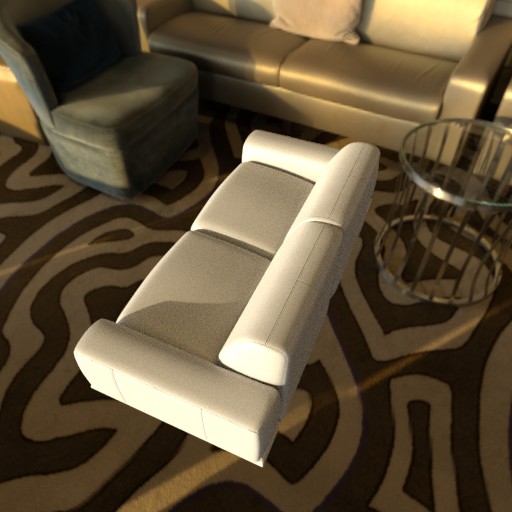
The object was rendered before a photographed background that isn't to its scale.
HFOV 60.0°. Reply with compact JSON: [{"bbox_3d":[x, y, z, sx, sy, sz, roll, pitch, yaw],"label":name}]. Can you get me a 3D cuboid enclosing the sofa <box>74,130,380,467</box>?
[{"bbox_3d":[0.000,0.000,2.413,0.900,0.772,1.901,18,49,16],"label":"sofa"}]
